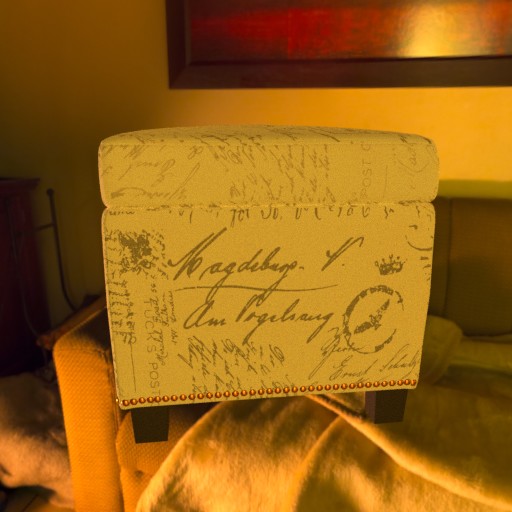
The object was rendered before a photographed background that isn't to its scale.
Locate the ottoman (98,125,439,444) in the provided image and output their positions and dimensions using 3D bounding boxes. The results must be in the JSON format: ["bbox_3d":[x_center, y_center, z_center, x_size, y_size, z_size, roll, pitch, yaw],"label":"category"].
[{"bbox_3d":[0.000,0.000,0.809,0.450,0.457,0.449,-2,15,-7],"label":"ottoman"}]
